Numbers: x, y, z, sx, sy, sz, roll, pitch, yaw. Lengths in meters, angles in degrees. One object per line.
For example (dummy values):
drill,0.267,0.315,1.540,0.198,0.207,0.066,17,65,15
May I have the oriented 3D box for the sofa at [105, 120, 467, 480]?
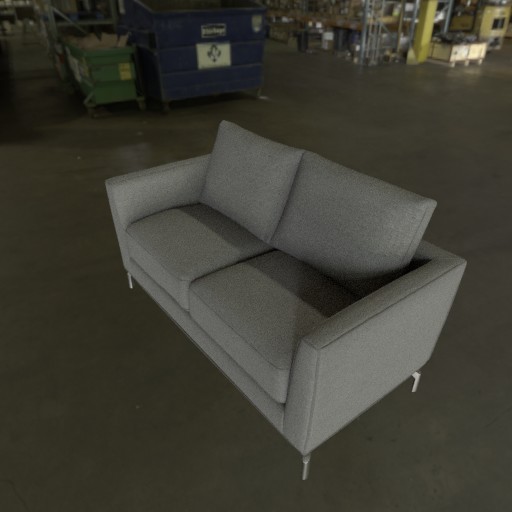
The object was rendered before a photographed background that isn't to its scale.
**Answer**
sofa,0.000,0.000,2.109,0.803,0.924,1.594,-22,38,-31
